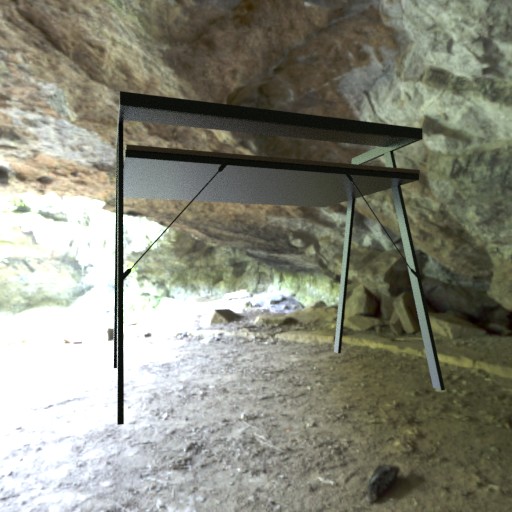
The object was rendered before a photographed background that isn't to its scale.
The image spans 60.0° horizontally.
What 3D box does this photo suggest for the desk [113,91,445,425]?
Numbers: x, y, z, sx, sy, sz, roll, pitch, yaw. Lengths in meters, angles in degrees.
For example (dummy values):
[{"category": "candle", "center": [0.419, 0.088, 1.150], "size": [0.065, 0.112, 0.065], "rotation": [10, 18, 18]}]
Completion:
[{"category": "desk", "center": [0.000, 0.000, 1.896], "size": [1.143, 0.998, 0.936], "rotation": [1, -2, -19]}]
